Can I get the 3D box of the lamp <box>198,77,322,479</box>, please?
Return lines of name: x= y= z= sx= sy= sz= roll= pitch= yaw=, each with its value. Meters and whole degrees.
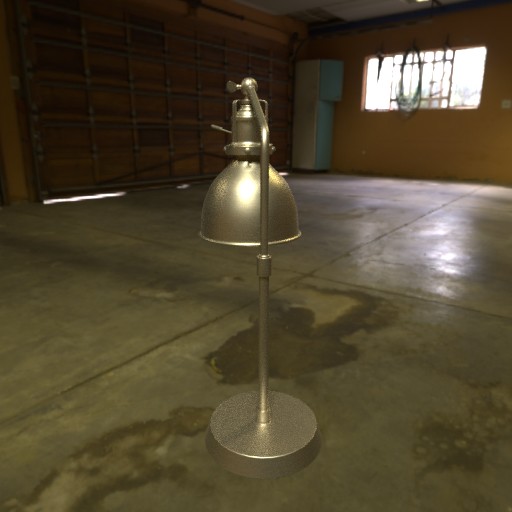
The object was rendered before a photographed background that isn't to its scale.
lamp: x=0.000 y=0.000 z=0.587 sx=0.153 sy=0.456 sz=0.286 roll=-2 pitch=16 yaw=-8
